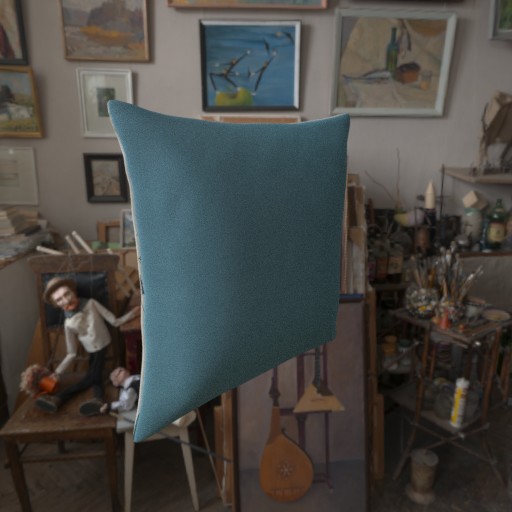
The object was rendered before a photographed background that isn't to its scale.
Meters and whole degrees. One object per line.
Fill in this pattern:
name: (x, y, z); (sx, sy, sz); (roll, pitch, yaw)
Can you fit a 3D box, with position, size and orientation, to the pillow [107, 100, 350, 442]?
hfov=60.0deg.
pillow: (0.000, 0.000, 0.799); (0.526, 0.507, 0.166); (-15, 21, -42)
